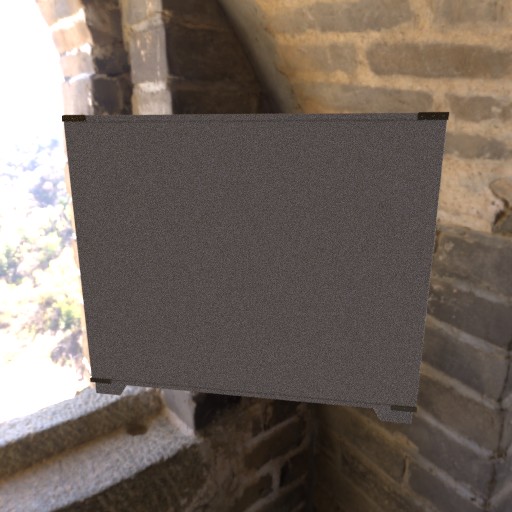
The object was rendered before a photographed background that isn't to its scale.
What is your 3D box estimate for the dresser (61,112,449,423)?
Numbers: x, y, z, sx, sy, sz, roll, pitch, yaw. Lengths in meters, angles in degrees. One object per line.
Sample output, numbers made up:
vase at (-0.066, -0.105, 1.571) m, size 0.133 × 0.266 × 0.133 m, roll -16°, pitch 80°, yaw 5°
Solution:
dresser at (0.000, 0.000, 1.486) m, size 1.022 × 0.891 × 0.460 m, roll 2°, pitch 15°, yaw 9°
